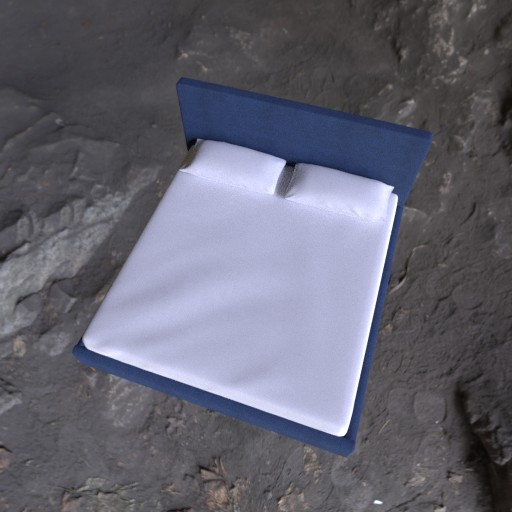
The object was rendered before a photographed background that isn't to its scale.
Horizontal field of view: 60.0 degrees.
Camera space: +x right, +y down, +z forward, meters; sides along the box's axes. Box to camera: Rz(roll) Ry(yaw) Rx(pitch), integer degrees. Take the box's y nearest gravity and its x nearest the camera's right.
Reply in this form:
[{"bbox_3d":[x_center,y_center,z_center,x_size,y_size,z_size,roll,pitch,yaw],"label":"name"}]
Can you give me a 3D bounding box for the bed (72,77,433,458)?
[{"bbox_3d":[0.000,0.000,3.450,2.096,1.231,2.232,16,60,10],"label":"bed"}]
